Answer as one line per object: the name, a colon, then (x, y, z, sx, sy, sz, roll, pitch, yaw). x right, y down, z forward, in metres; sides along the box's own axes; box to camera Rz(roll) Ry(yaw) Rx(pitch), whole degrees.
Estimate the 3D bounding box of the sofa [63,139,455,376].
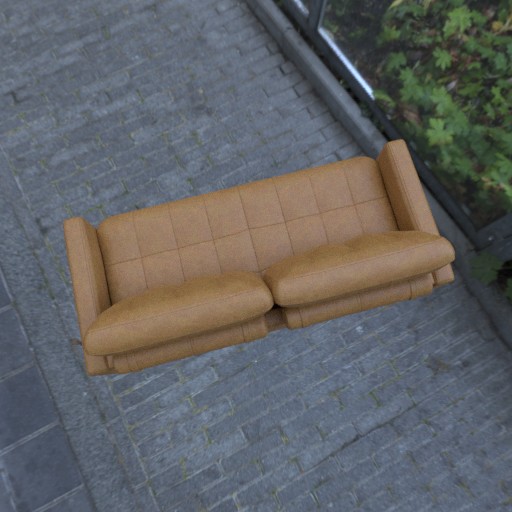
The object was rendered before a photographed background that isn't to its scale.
sofa: (0.000, 0.000, 2.288, 1.821, 0.898, 0.850, -14, 77, -3)
